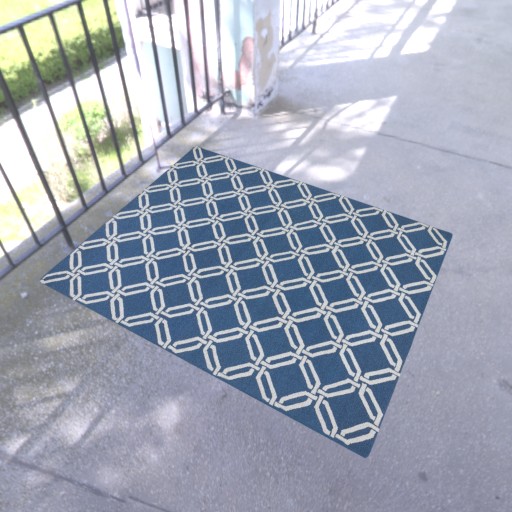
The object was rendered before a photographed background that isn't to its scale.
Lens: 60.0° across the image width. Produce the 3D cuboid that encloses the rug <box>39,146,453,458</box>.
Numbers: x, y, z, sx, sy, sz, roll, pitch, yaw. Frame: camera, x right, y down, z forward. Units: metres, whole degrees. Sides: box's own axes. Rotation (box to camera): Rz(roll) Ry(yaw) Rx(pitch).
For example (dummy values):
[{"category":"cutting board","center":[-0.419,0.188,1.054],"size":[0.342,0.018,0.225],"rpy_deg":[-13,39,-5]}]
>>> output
[{"category":"rug","center":[0.000,0.000,3.859],"size":[2.867,0.020,2.277],"rpy_deg":[23,51,20]}]
